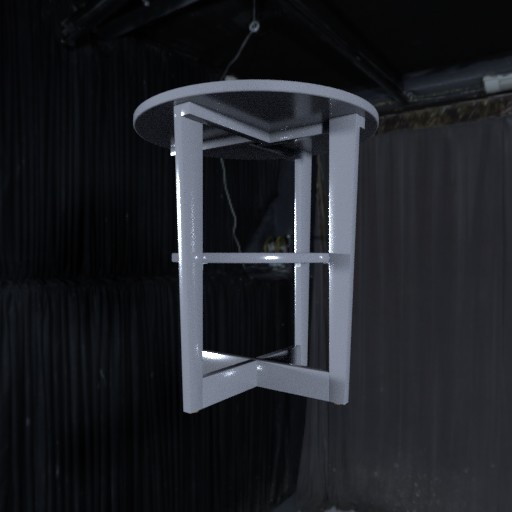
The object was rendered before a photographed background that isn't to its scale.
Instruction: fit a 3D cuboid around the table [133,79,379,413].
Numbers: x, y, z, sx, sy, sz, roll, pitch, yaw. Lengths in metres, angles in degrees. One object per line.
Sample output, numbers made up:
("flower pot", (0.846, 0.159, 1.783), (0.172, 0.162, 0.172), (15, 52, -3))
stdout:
("table", (0.000, 0.000, 0.938), (0.500, 0.550, 0.500), (0, 0, 0))
